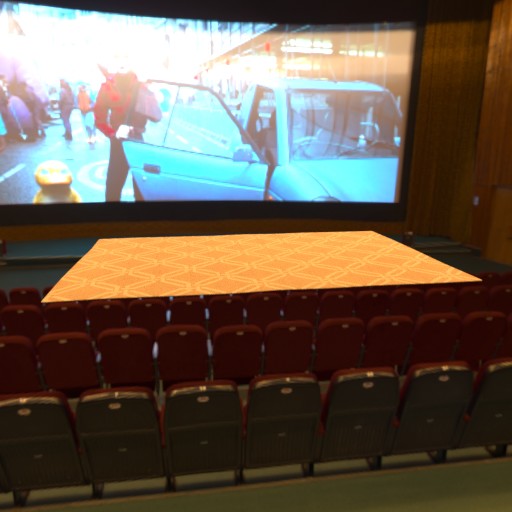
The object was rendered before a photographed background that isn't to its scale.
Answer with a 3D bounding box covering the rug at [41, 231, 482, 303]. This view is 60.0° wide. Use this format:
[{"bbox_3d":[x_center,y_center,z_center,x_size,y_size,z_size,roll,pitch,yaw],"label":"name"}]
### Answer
[{"bbox_3d":[0.000,0.000,2.255,1.745,0.010,1.146,-2,14,-9],"label":"rug"}]
